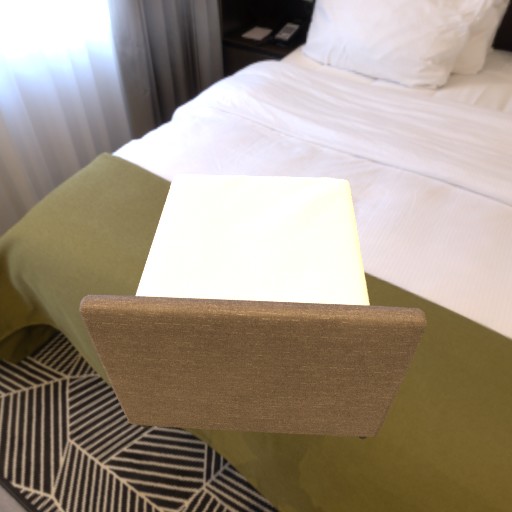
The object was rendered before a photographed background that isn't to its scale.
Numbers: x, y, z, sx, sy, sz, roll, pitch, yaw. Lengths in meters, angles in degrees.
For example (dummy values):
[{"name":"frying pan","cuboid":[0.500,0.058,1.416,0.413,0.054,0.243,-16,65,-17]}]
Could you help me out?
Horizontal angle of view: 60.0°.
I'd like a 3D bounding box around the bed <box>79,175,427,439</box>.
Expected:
[{"name":"bed","cuboid":[0.000,0.000,3.261,1.723,1.330,2.142,2,45,2]}]
